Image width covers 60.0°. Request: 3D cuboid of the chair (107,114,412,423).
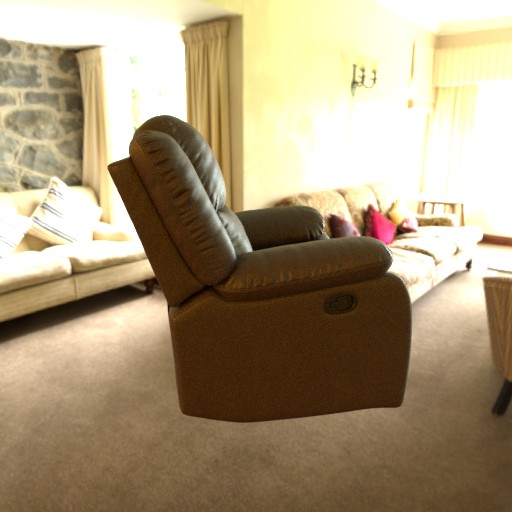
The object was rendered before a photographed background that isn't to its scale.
[{"bbox_3d":[0.000,0.000,1.690,0.934,1.009,0.899,-3,15,-10],"label":"chair"}]
